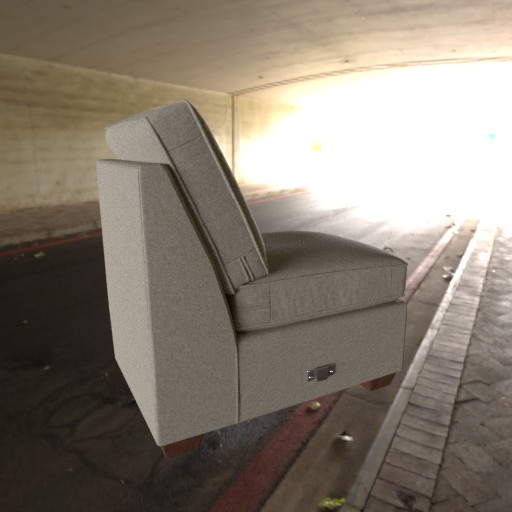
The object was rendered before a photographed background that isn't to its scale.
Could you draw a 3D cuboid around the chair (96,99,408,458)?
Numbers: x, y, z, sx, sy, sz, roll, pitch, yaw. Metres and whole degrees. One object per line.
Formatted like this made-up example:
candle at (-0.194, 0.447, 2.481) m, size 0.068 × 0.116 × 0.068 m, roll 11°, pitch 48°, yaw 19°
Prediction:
chair at (0.000, 0.000, 1.702) m, size 1.020 × 1.058 × 0.674 m, roll -7°, pitch 15°, yaw -27°
